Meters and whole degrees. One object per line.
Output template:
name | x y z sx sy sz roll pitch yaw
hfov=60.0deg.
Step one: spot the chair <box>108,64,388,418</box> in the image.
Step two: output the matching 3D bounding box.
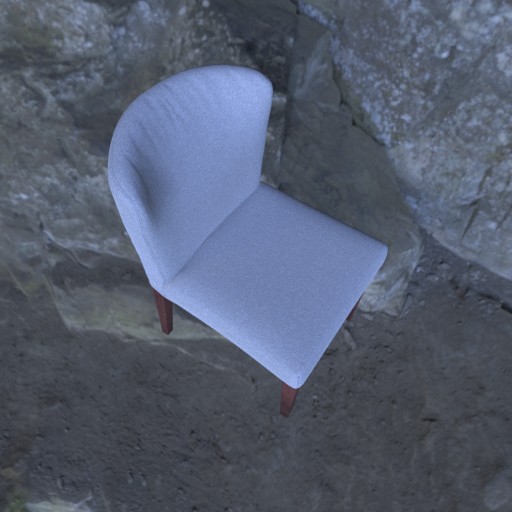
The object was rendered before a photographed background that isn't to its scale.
chair | 0.000 0.000 1.227 0.592 0.839 0.491 30 61 19
